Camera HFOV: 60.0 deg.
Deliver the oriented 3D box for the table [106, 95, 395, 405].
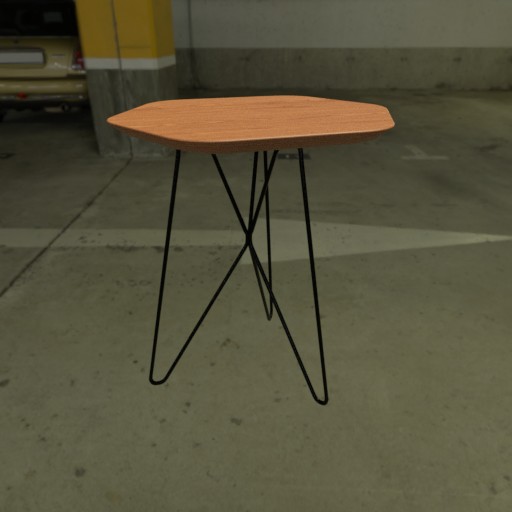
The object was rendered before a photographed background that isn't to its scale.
[{"bbox_3d":[0.000,0.000,0.899,0.500,0.562,0.400,-8,28,-16],"label":"table"}]
